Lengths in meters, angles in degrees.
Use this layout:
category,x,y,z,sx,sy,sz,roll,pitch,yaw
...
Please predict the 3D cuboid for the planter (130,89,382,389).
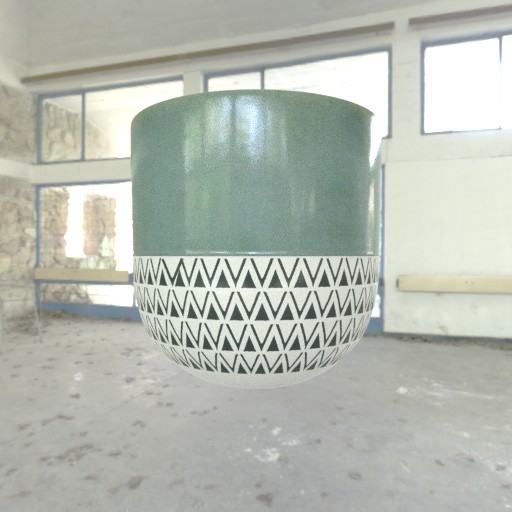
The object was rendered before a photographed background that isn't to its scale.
category,x,y,z,sx,sy,sz,roll,pitch,yaw
planter,0.000,0.000,0.488,0.266,0.270,0.266,0,0,0
